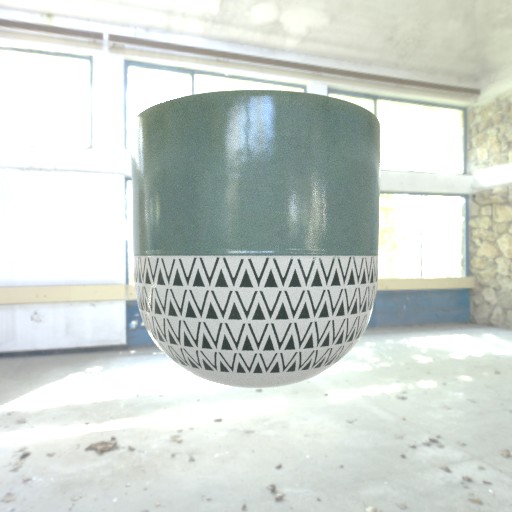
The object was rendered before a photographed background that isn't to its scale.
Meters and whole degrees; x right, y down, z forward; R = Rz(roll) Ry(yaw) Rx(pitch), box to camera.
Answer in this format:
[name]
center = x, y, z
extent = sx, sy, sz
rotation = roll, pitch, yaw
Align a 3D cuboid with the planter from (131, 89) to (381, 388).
[planter]
center = 0.000, 0.000, 0.490
extent = 0.266, 0.270, 0.266
rotation = 0, 0, 0
